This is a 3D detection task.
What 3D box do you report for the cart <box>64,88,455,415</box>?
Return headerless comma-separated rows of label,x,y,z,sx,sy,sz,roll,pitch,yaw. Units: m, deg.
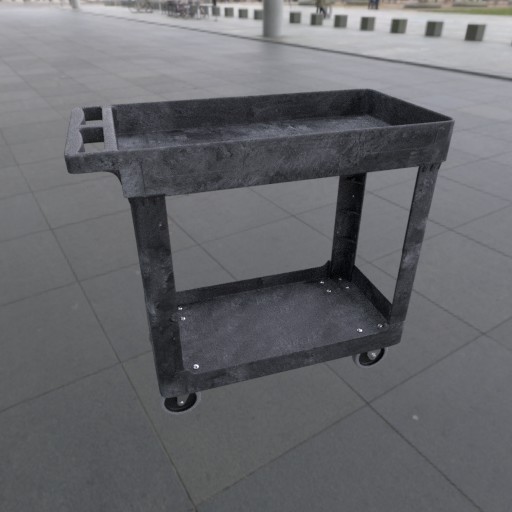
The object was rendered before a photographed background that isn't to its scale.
cart,0.000,0.000,1.309,0.877,0.824,0.420,-9,32,-15
